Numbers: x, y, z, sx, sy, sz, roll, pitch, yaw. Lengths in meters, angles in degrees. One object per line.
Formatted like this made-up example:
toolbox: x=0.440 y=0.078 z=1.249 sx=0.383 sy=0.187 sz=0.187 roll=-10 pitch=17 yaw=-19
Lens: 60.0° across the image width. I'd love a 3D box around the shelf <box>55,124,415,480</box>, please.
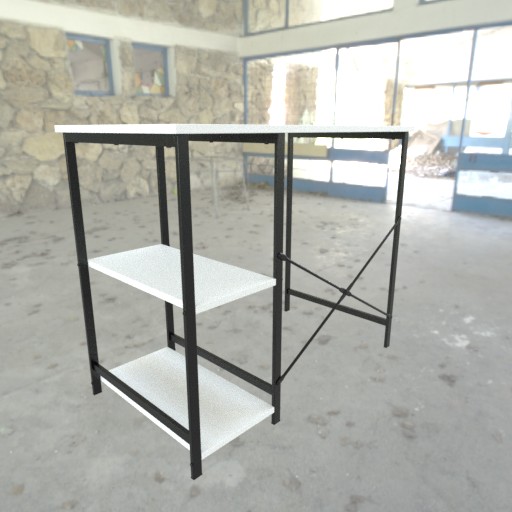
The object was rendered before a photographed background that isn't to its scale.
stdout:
shelf: x=0.000 y=0.000 z=1.330 sx=0.498 sy=0.750 sz=0.902 roll=15 pitch=22 yaw=42
